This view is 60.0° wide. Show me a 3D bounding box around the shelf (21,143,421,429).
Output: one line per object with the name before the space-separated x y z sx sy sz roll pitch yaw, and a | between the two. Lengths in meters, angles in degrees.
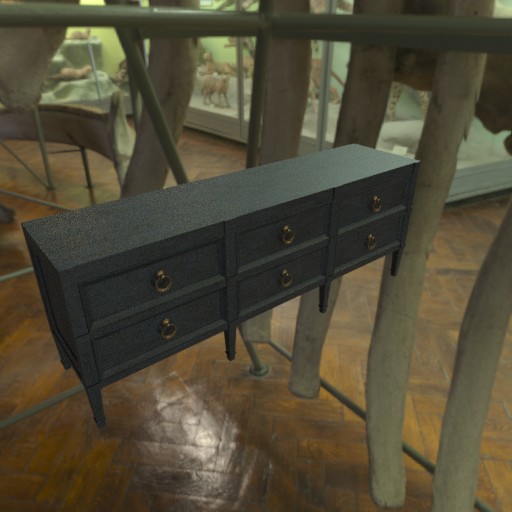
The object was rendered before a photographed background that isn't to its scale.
shelf | 0.000 0.000 2.182 1.878 0.715 0.471 -21 35 -33
